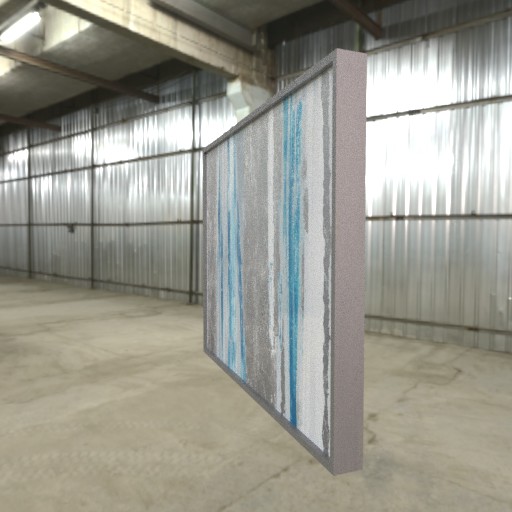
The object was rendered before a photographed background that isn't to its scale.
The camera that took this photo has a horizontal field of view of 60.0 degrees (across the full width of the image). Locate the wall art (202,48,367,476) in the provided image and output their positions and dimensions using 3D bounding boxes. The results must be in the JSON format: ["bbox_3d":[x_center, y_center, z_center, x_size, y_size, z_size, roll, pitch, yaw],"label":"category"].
[{"bbox_3d":[0.000,0.000,0.732,0.037,0.450,0.557,-1,3,-21],"label":"wall art"}]
